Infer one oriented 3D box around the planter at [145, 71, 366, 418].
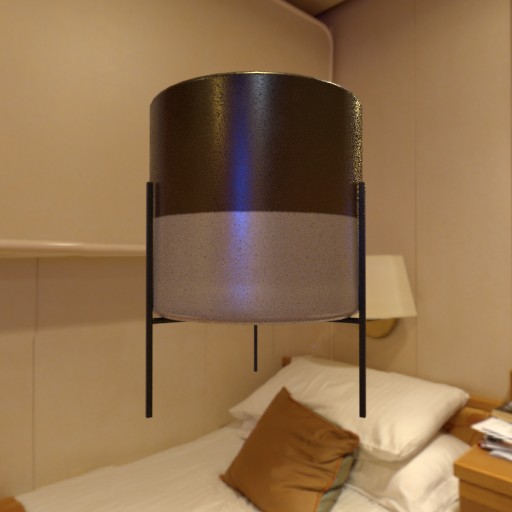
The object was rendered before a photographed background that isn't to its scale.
[{"bbox_3d":[0.000,0.000,0.731,0.345,0.465,0.354,0,-1,0],"label":"planter"}]
